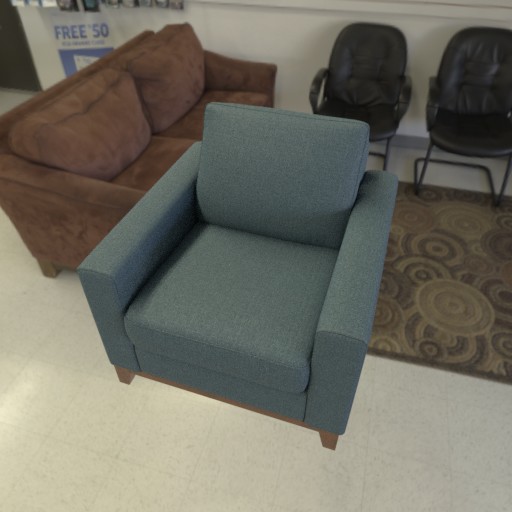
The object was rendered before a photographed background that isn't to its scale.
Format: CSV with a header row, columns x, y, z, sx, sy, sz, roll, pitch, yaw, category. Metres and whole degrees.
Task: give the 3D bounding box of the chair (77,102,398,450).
x,y,z,sx,sy,sz,roll,pitch,yaw,category
0.000,0.000,1.886,1.024,1.010,1.038,13,43,14,chair
